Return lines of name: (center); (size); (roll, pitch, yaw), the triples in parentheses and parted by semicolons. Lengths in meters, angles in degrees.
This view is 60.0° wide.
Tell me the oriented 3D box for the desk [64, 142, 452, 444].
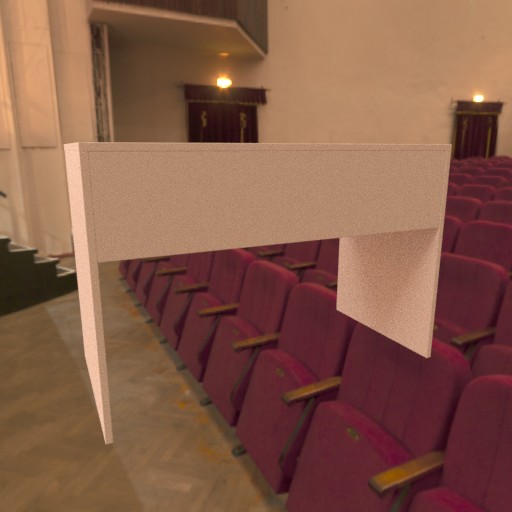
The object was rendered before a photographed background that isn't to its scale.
desk: (0.000, 0.000, 1.495); (1.100, 0.730, 0.560); (-6, 15, -25)
